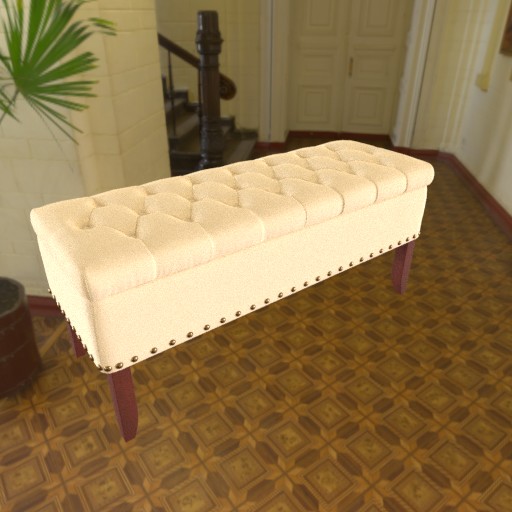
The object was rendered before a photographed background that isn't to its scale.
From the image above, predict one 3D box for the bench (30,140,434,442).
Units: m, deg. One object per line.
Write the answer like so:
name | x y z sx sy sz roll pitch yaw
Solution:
bench | 0.000 0.000 1.274 1.054 0.470 0.400 -20 35 -32
